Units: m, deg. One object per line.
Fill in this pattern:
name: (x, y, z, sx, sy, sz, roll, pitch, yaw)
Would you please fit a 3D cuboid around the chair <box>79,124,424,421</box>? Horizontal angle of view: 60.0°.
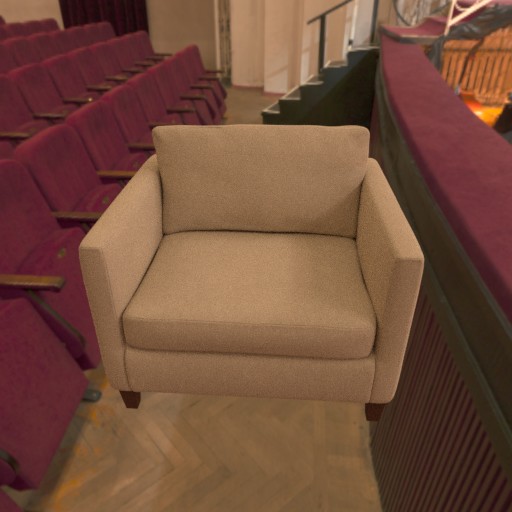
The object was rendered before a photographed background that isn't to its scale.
chair: (0.000, 0.000, 1.866, 1.107, 0.961, 0.959, 2, 31, 3)
